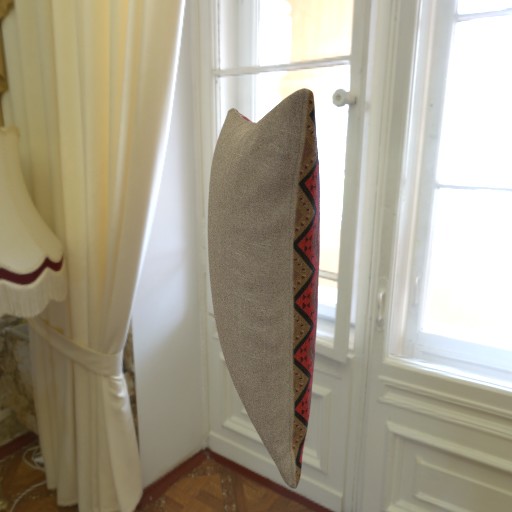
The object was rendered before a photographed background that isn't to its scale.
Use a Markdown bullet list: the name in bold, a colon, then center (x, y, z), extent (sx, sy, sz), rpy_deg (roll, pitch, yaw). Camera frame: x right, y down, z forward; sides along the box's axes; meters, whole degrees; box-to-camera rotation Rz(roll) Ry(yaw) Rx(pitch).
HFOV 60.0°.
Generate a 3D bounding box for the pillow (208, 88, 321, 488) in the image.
- **pillow**: center (0.000, 0.000, 0.768), extent (0.158, 0.511, 0.513), rpy_deg (-3, 16, -11)
